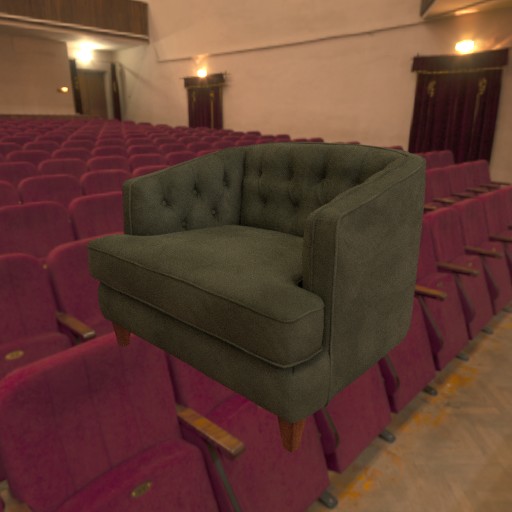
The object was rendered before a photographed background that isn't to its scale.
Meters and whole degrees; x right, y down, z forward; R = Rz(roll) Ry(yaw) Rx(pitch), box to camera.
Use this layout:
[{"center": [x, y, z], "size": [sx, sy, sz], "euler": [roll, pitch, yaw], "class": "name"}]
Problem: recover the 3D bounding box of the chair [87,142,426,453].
[{"center": [0.000, 0.000, 1.769], "size": [1.104, 0.852, 0.941], "euler": [15, 22, 41], "class": "chair"}]
